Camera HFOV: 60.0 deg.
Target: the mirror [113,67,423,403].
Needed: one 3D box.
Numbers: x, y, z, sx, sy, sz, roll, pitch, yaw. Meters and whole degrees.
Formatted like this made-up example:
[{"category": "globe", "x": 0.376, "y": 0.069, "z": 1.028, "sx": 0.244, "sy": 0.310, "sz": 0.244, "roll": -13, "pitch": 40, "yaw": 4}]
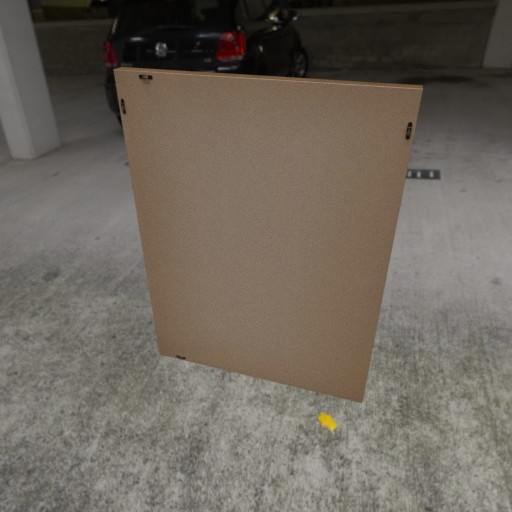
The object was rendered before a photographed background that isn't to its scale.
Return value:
[{"category": "mirror", "x": 0.000, "y": 0.000, "z": 1.334, "sx": 0.762, "sy": 1.016, "sz": 0.041, "roll": 10, "pitch": 34, "yaw": 15}]
